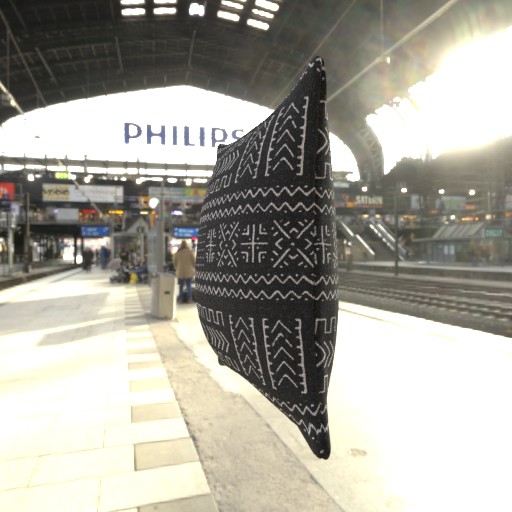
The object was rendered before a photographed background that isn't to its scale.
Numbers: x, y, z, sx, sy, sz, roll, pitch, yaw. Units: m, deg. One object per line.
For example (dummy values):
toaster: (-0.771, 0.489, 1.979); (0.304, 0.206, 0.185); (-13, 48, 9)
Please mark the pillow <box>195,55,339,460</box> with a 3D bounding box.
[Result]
pillow: (0.000, 0.000, 0.660); (0.164, 0.430, 0.438); (0, 1, -19)
